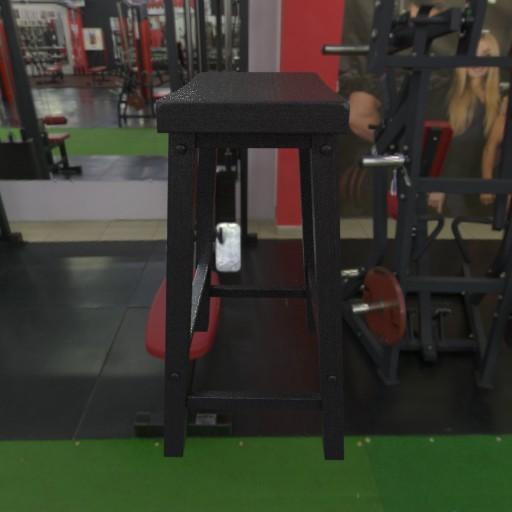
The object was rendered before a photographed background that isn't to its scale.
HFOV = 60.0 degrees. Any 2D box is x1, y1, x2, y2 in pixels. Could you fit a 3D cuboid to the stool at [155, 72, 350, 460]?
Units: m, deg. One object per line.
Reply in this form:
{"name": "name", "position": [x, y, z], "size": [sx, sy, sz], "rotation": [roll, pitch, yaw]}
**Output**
{"name": "stool", "position": [0.000, 0.000, 0.834], "size": [0.322, 0.610, 0.406], "rotation": [1, 27, 1]}
